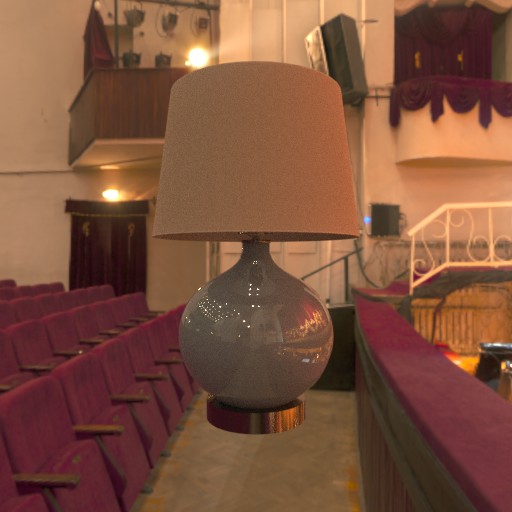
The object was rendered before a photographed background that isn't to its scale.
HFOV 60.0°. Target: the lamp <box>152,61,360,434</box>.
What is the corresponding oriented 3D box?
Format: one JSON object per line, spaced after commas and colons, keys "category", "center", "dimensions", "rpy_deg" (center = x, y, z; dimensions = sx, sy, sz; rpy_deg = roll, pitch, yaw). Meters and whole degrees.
{"category": "lamp", "center": [0.000, 0.000, 0.541], "dimensions": [0.247, 0.387, 0.247], "rpy_deg": [0, 0, 0]}
